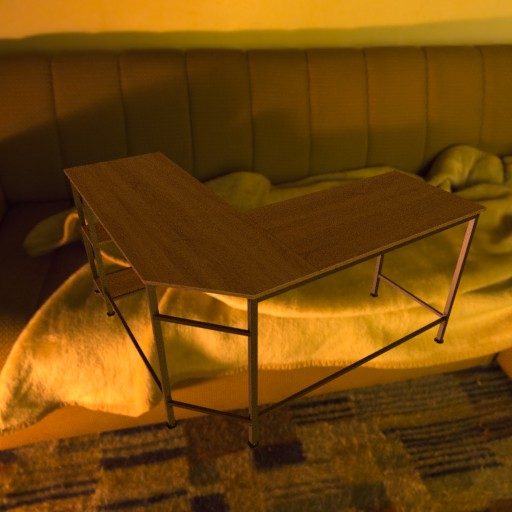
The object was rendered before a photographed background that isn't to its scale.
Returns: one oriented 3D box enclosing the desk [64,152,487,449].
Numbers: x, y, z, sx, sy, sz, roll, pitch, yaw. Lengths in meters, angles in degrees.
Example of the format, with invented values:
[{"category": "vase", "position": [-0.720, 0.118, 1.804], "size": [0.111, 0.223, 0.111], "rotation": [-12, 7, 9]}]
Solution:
[{"category": "desk", "position": [0.000, 0.000, 2.201], "size": [1.379, 0.739, 1.379], "rotation": [-18, 36, -27]}]
